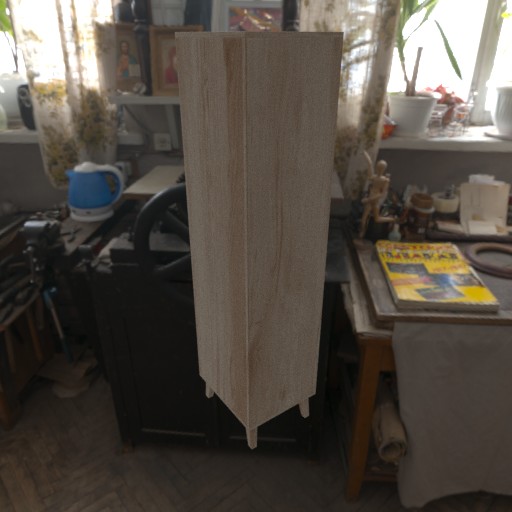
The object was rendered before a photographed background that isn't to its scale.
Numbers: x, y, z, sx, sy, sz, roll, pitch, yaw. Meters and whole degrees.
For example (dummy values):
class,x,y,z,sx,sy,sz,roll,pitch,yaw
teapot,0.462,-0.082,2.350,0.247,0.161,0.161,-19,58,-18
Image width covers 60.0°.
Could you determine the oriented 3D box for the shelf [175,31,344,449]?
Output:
class,x,y,z,sx,sy,sz,roll,pitch,yaw
shelf,0.000,0.000,2.173,0.450,1.960,0.510,-18,31,-31
